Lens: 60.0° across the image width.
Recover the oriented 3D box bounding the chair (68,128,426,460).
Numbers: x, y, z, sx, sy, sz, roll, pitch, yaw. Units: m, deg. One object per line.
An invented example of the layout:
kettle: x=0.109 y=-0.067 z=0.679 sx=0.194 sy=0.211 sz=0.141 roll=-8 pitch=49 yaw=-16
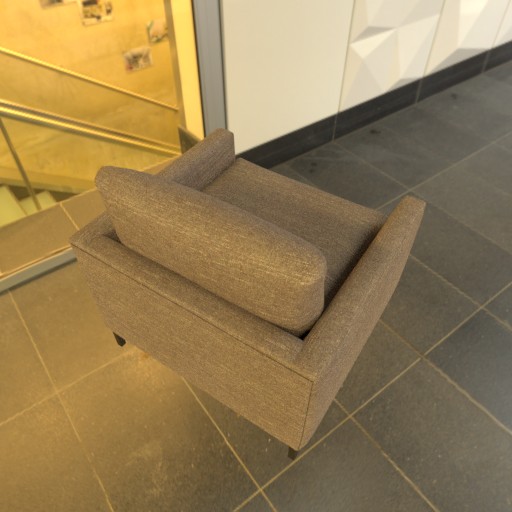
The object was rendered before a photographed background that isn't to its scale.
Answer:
chair: x=0.000 y=0.000 z=1.627 sx=0.940 sy=0.841 sz=0.845 roll=26 pitch=51 yaw=22
